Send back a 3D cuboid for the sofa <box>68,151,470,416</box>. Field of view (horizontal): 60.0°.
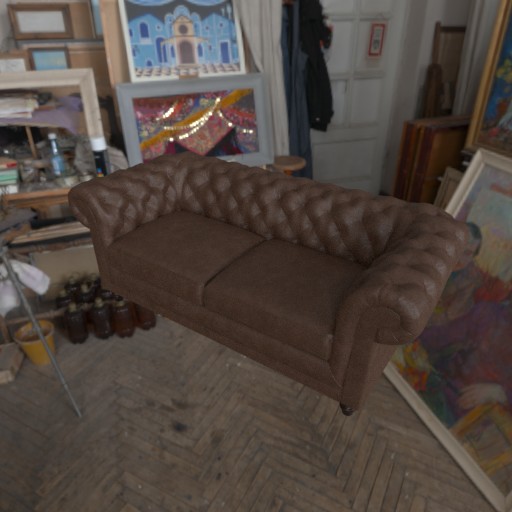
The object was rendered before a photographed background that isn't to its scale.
[{"bbox_3d":[0.000,0.000,2.522,2.048,0.784,0.955,19,35,29],"label":"sofa"}]
